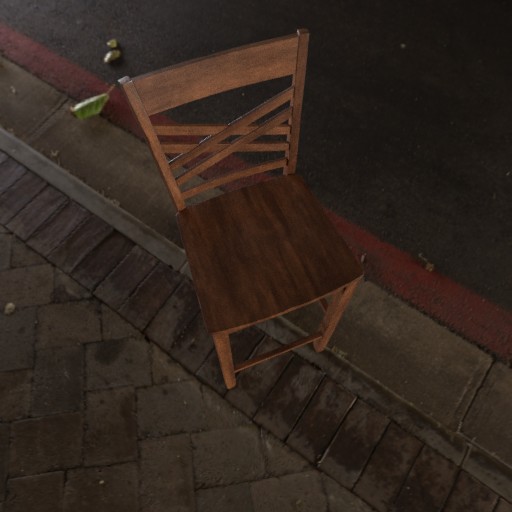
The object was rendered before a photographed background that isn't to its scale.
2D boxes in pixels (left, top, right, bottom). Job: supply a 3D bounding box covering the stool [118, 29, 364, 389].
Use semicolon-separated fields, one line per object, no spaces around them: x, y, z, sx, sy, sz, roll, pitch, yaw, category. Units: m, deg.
0.000;0.000;1.351;0.433;1.105;0.487;-20;65;-10;stool
